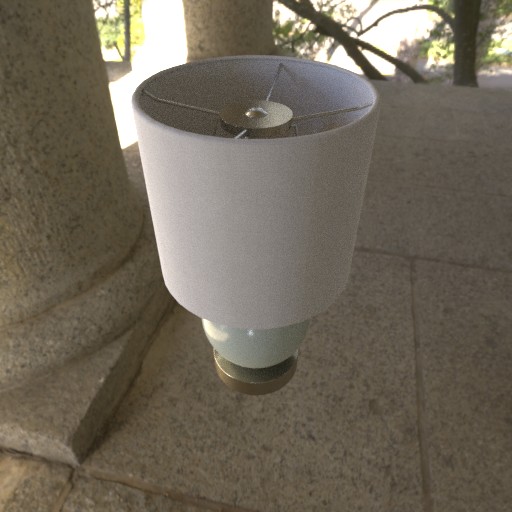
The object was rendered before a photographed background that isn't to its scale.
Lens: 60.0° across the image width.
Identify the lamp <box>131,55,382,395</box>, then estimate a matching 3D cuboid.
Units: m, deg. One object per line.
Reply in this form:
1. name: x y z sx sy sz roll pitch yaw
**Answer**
1. lamp: 0.000 0.000 0.473 0.201 0.353 0.201 -10 40 -12
